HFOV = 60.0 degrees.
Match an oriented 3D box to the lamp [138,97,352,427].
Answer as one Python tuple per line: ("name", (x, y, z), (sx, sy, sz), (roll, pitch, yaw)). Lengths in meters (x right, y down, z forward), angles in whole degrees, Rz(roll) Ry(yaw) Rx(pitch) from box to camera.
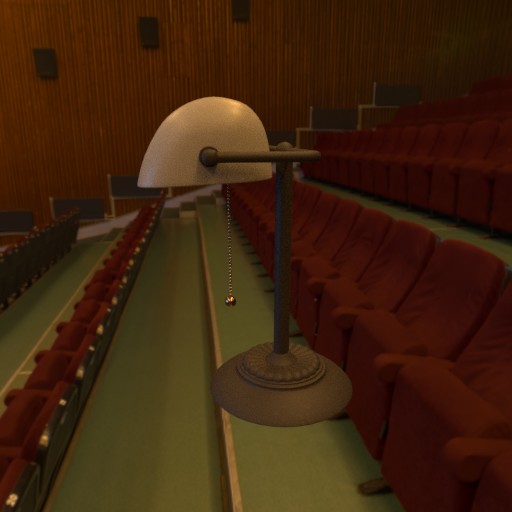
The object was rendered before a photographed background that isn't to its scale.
("lamp", (0.000, 0.000, 0.517), (0.243, 0.339, 0.264), (-2, 15, -9))
